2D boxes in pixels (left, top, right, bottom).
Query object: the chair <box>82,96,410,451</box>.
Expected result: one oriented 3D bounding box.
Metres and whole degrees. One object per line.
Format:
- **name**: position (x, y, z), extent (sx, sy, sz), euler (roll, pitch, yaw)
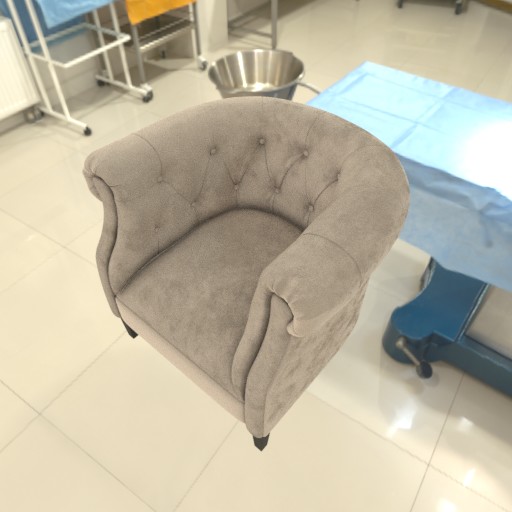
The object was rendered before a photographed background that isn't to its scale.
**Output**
- **chair**: position (0.000, 0.000, 1.578), extent (0.904, 0.826, 0.851), euler (32, 54, 27)
